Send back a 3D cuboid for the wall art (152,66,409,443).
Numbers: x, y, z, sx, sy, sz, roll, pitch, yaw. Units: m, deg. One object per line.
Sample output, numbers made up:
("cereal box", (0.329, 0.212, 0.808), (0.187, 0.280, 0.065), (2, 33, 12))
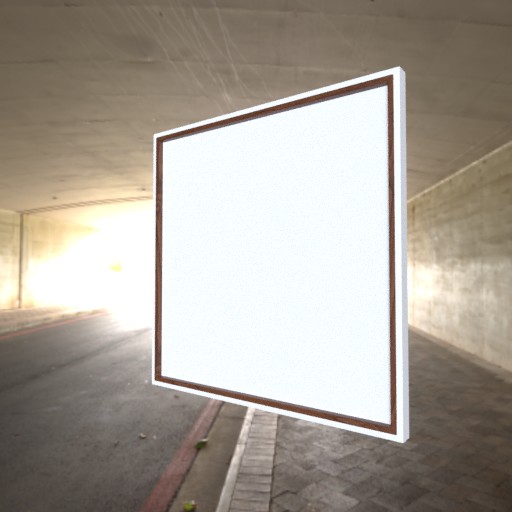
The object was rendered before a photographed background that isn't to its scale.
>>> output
("wall art", (0.000, 0.000, 1.506), (1.009, 1.009, 0.049), (-1, -2, 37))
